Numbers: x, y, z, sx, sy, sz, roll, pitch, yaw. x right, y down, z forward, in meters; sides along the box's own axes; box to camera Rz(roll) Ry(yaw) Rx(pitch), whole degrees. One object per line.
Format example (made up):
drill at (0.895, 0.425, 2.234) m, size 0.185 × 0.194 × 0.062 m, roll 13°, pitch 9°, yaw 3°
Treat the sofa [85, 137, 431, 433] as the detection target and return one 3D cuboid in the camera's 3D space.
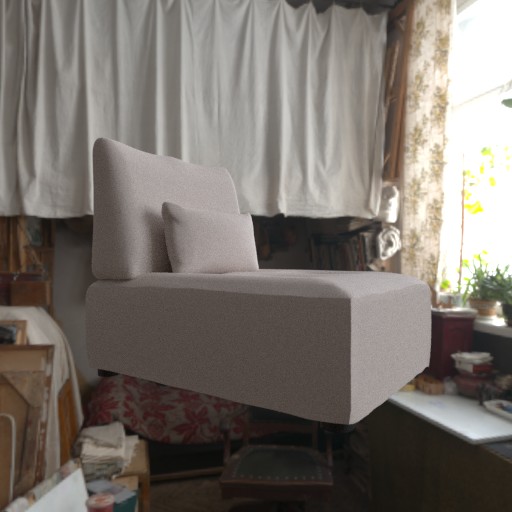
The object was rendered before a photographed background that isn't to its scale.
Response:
sofa at (0.000, 0.000, 1.543) m, size 1.000 × 0.820 × 0.700 m, roll 0°, pitch 0°, yaw 35°
